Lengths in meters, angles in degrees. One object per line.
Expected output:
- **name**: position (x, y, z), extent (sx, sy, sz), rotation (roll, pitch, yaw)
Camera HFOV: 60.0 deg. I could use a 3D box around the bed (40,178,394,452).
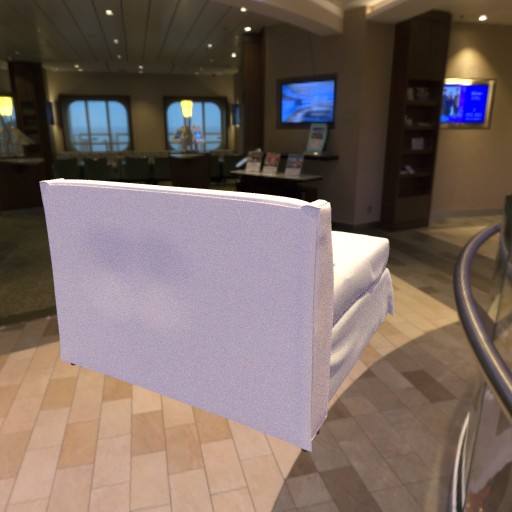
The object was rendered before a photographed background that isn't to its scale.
- **bed**: position (0.000, 0.000, 3.480), extent (1.925, 1.332, 2.276), rotation (9, 19, 28)
